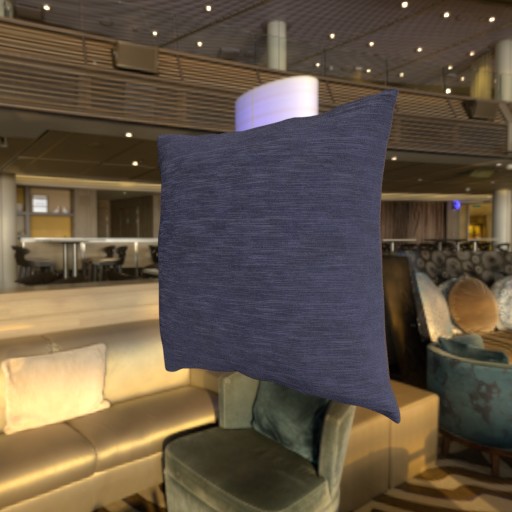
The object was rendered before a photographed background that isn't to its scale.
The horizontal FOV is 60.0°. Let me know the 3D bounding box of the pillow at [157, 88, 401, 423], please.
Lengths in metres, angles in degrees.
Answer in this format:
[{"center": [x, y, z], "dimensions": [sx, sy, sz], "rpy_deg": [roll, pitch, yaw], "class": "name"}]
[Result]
[{"center": [0.000, 0.000, 0.692], "dimensions": [0.452, 0.439, 0.204], "rpy_deg": [1, 2, 37], "class": "pillow"}]
